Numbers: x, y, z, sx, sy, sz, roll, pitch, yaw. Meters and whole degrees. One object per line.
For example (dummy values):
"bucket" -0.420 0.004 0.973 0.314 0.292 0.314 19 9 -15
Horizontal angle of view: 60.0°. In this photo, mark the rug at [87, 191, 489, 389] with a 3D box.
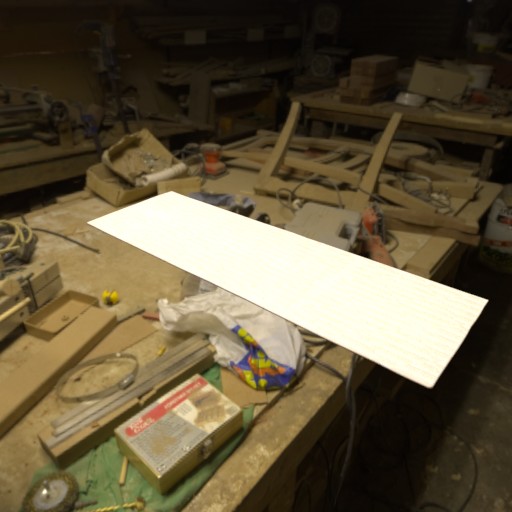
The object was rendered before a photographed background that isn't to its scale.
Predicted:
"rug" 0.000 0.000 2.689 2.450 0.014 0.793 22 36 34
